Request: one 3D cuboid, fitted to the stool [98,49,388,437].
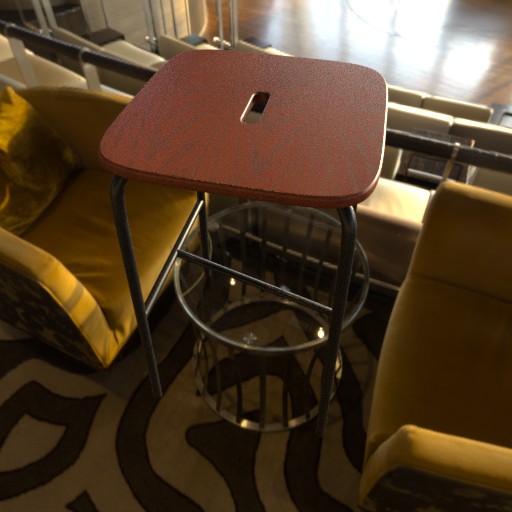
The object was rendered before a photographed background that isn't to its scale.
[{"bbox_3d":[0.000,0.000,0.842,0.376,0.610,0.376,10,48,9],"label":"stool"}]
